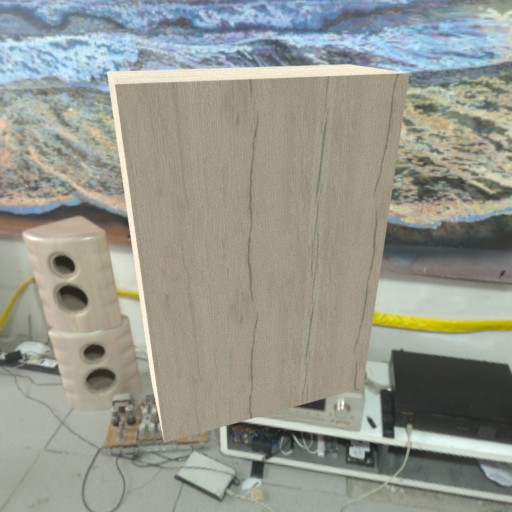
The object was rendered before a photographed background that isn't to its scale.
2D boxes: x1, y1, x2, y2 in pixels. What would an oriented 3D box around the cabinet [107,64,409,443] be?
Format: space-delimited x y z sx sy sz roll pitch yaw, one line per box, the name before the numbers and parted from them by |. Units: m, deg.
cabinet | 0.000 0.000 2.692 1.400 2.070 0.580 -9 29 -17
